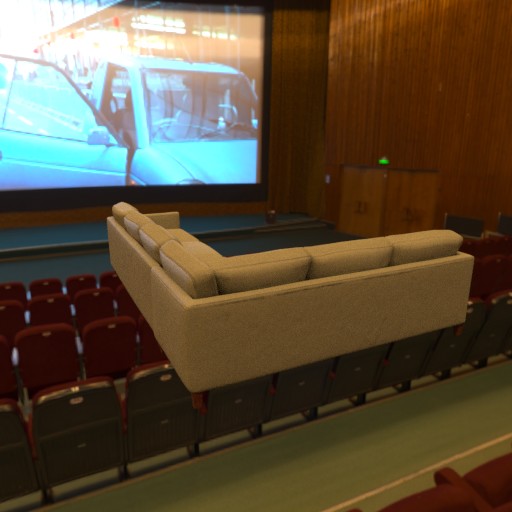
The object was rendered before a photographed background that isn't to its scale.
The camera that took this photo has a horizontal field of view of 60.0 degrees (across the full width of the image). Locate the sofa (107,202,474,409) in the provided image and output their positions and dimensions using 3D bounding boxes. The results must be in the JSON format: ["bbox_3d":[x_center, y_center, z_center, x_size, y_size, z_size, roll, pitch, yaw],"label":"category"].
[{"bbox_3d":[0.000,0.000,4.683,2.592,0.947,3.301,-8,18,-25],"label":"sofa"}]
